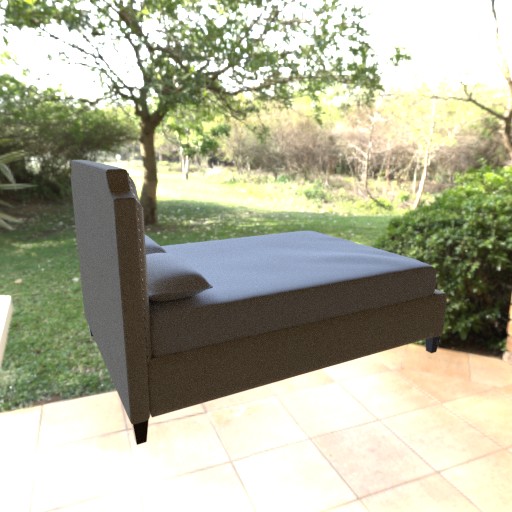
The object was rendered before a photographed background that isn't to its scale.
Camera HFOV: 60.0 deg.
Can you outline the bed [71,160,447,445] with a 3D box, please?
[{"bbox_3d":[0.000,0.000,3.432,2.381,1.457,1.713,-8,16,-27],"label":"bed"}]
